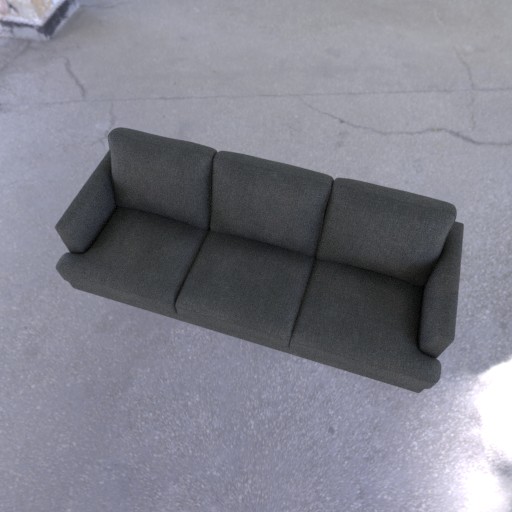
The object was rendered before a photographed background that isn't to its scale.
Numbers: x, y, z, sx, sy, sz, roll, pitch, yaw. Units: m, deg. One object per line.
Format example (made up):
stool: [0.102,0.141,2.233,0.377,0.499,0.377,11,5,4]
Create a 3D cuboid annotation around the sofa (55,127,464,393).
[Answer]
sofa: [0.000,0.000,2.646,2.246,0.930,0.903,15,58,10]
